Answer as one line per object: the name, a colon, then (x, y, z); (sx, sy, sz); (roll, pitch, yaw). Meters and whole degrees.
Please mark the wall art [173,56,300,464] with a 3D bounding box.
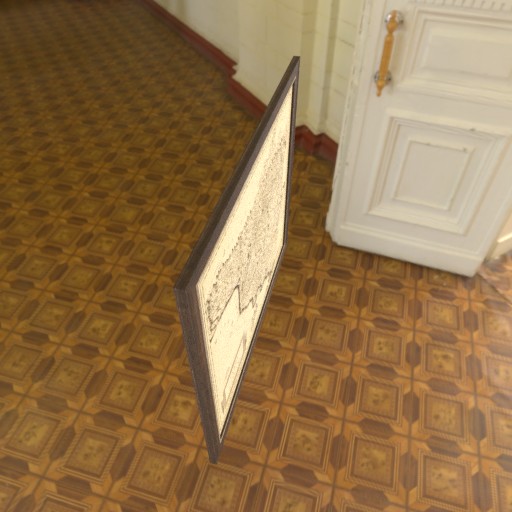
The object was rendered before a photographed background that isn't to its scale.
wall art: (0.000, 0.000, 1.441); (0.023, 0.875, 1.033); (11, 47, 10)
